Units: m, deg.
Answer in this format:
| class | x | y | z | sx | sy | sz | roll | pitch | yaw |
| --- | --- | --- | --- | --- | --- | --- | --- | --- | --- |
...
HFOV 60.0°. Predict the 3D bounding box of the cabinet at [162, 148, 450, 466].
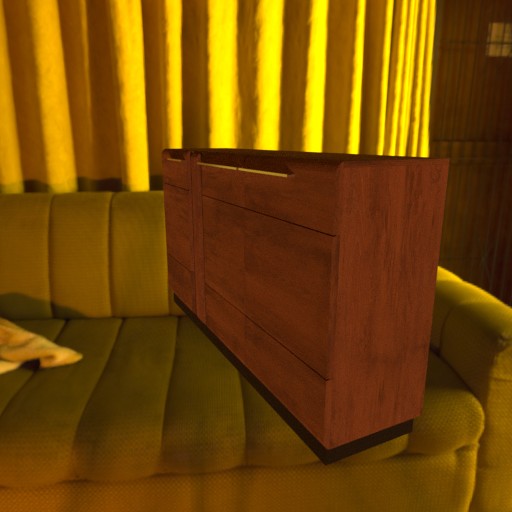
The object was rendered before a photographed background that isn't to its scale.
| class | x | y | z | sx | sy | sz | roll | pitch | yaw |
| --- | --- | --- | --- | --- | --- | --- | --- | --- | --- |
| cabinet | 0.000 | 0.000 | 1.968 | 0.420 | 0.900 | 1.600 | -7 | 17 | -26 |
